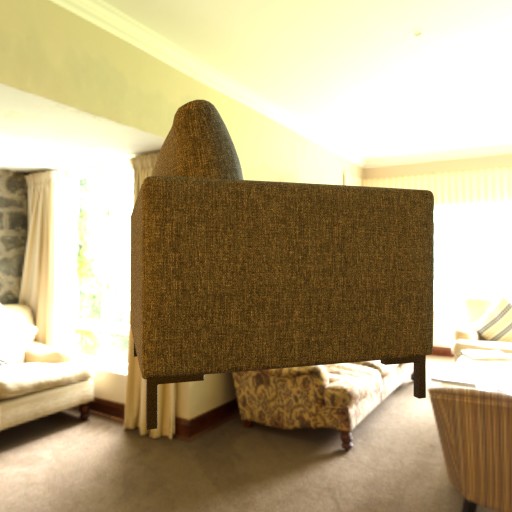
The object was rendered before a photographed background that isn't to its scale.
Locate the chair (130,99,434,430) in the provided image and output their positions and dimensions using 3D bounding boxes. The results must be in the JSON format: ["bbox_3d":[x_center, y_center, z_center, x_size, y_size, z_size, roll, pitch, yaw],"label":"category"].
[{"bbox_3d":[0.000,0.000,1.637,0.866,0.861,0.963,0,0,-18],"label":"chair"}]
